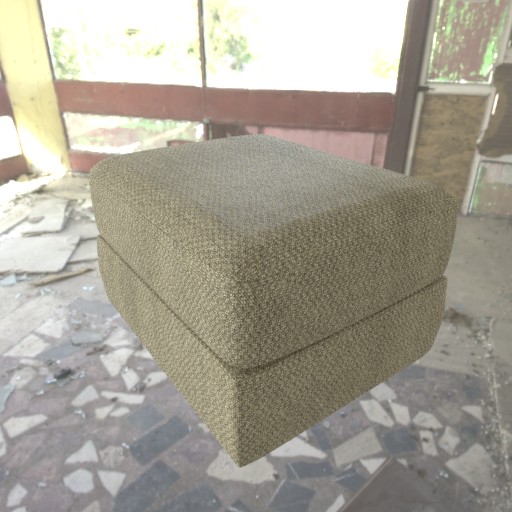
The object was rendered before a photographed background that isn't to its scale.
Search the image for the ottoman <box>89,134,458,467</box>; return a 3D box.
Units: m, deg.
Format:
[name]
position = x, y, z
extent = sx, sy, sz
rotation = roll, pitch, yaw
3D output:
[ottoman]
position = 0.000, 0.000, 1.125
extent = 0.603, 0.476, 0.751
rotation = -18, 33, -31
